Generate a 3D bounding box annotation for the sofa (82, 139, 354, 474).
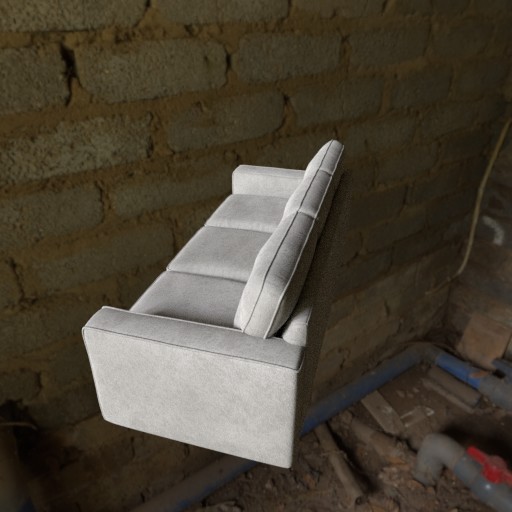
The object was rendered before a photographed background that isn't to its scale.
[{"bbox_3d":[0.000,0.000,2.665,0.939,0.965,2.133,8,31,14],"label":"sofa"}]
